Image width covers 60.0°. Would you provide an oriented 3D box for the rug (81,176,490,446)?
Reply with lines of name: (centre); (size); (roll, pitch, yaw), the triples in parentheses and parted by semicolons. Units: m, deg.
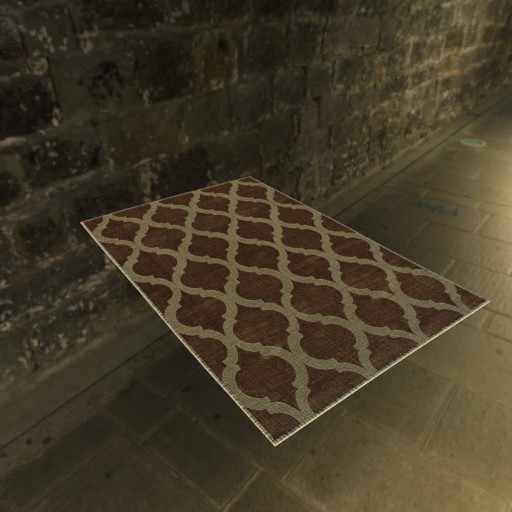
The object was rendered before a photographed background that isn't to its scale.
rug: (0.000, 0.000, 2.835); (1.522, 0.008, 2.284); (-21, 38, -30)
